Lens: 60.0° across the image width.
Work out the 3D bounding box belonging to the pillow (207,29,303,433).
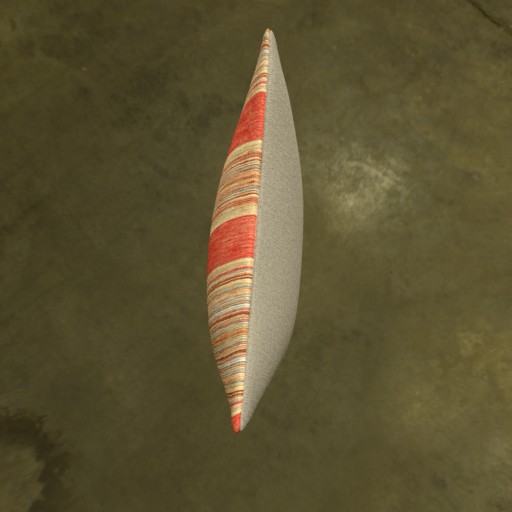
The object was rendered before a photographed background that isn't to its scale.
[{"bbox_3d":[0.000,0.000,0.646,0.136,0.419,0.437,4,77,1],"label":"pillow"}]
